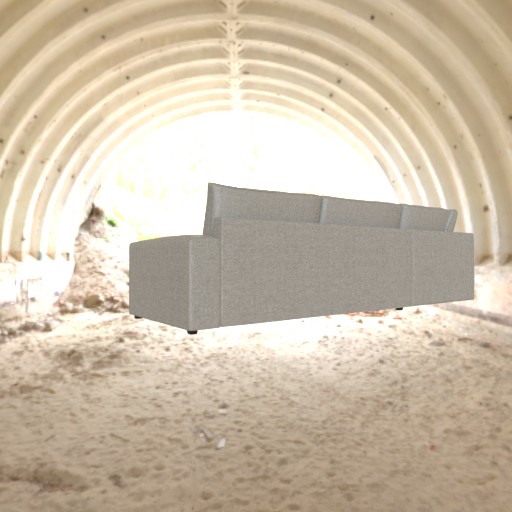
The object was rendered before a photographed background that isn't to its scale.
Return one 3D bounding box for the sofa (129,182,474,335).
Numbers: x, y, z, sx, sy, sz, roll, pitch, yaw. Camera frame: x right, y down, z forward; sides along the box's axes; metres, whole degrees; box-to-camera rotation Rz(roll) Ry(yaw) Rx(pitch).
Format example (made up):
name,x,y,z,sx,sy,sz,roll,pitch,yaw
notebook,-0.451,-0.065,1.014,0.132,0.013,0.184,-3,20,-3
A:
name,x,y,z,sx,sy,sz,roll,pitch,yaw
sofa,0.000,0.000,4.023,2.742,0.800,2.622,0,0,-36
